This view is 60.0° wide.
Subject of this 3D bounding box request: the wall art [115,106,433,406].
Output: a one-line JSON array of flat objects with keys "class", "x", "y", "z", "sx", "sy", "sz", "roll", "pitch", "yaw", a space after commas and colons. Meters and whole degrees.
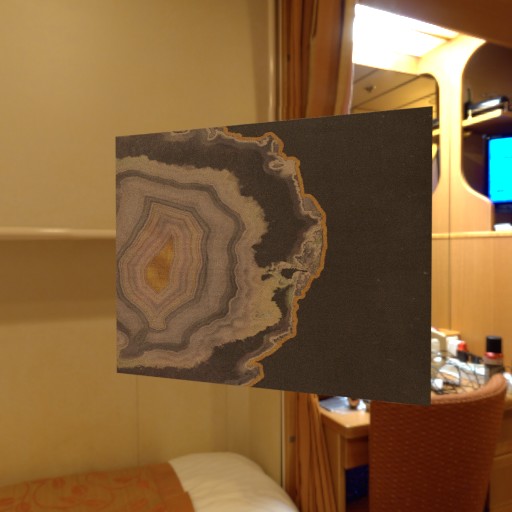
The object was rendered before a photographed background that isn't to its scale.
[{"class": "wall art", "x": 0.000, "y": 0.000, "z": 0.688, "sx": 0.508, "sy": 0.408, "sz": 0.010, "roll": 0, "pitch": 1, "yaw": 19}]
